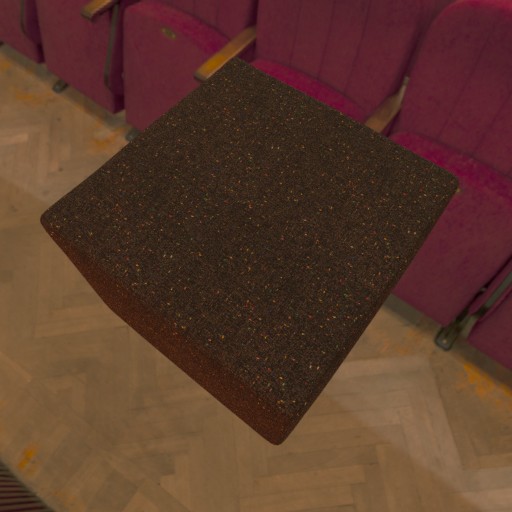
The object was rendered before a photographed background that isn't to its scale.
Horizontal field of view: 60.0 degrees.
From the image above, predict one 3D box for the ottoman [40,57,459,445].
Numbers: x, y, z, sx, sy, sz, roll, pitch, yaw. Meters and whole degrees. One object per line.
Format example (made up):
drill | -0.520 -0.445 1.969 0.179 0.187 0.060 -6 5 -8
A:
ottoman | 0.000 0.000 0.891 0.508 0.432 0.508 35 67 17
